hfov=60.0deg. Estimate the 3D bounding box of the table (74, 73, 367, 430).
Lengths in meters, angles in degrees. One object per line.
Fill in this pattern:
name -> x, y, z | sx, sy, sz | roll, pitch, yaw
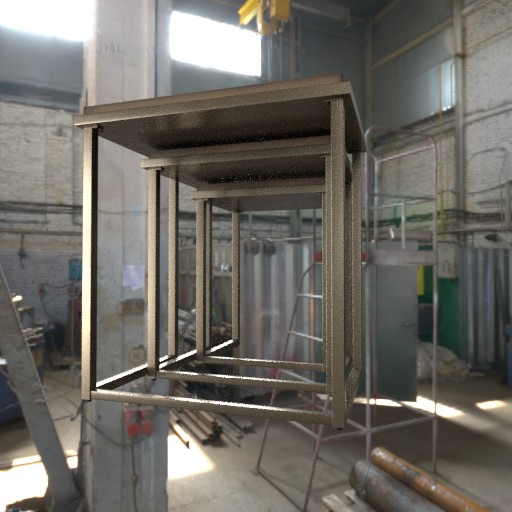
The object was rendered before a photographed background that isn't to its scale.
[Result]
table -> 0.000, 0.000, 1.156 | 0.559, 0.610, 0.706 | 0, -1, 18
